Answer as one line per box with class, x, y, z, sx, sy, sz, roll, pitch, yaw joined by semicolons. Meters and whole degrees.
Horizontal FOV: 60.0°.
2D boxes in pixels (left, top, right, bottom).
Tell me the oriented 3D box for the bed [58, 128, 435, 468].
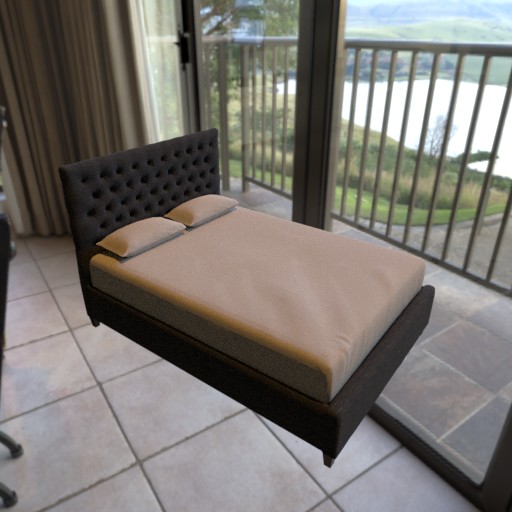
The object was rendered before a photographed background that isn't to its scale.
bed;0.000;0.000;3.482;2.387;1.427;1.698;19;33;32
